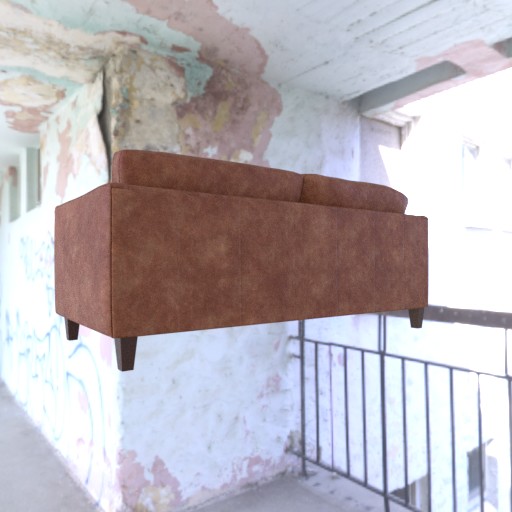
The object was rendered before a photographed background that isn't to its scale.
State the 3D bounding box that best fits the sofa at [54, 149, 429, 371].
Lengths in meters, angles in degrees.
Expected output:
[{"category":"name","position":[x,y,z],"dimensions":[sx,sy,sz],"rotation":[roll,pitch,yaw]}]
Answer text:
[{"category":"sofa","position":[0.000,0.000,2.497],"dimensions":[1.971,0.863,0.923],"rotation":[1,-1,-36]}]
